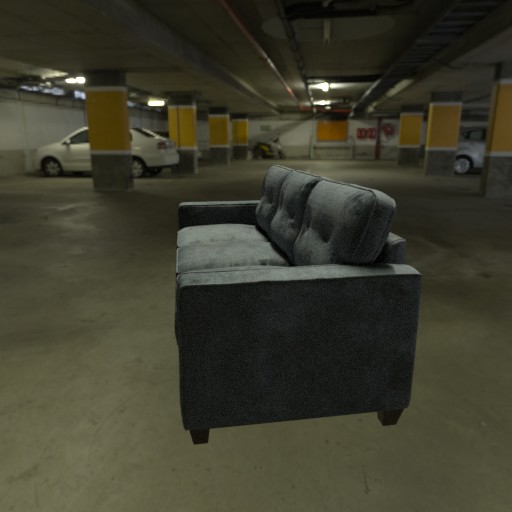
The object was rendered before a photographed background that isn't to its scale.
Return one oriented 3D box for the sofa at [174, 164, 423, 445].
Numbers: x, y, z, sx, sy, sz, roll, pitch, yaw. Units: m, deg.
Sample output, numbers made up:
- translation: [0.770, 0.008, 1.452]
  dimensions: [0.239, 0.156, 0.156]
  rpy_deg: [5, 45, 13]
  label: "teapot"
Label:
- translation: [0.000, 0.000, 2.622]
  dimensions: [0.939, 0.965, 2.133]
  rpy_deg: [-2, 15, -9]
  label: "sofa"
